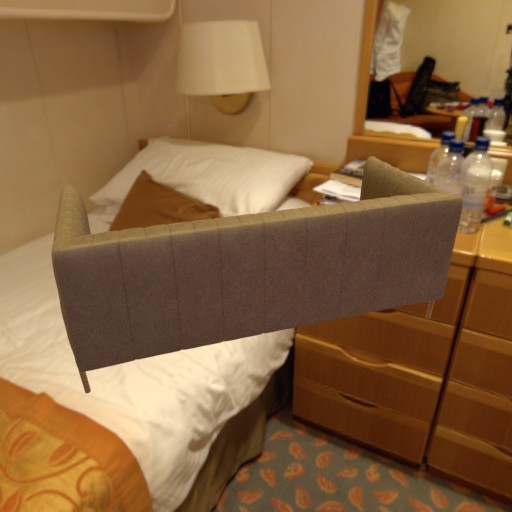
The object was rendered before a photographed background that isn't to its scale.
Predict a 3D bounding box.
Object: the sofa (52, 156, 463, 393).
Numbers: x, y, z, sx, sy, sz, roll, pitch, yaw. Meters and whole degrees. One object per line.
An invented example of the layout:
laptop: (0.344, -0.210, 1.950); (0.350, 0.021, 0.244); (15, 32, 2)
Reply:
sofa: (0.000, 0.000, 2.459); (1.980, 0.779, 0.876); (-9, 28, -16)
